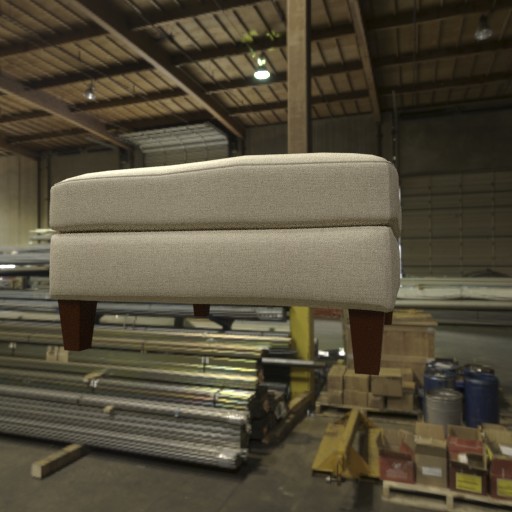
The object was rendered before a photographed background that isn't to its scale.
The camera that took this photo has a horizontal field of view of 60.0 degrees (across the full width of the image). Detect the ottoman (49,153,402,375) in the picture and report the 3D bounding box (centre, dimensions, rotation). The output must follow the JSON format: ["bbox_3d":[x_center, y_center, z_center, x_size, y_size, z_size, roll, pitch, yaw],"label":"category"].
[{"bbox_3d":[0.000,0.000,1.351,0.838,0.478,0.838,0,-1,19],"label":"ottoman"}]
